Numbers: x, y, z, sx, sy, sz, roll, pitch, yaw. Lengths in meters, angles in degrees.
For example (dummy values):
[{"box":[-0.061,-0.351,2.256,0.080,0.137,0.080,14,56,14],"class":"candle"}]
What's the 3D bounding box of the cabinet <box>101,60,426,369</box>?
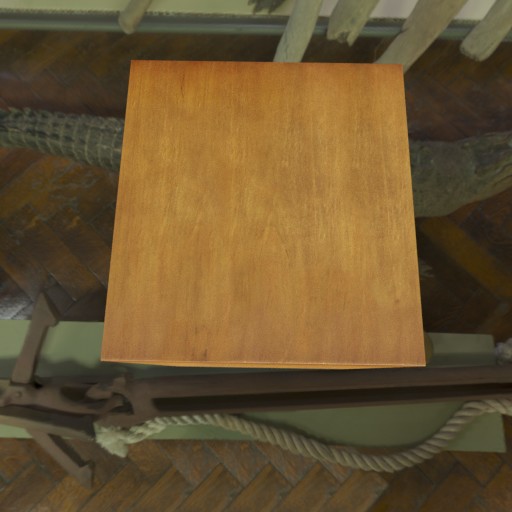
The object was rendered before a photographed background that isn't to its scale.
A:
[{"box":[0.000,0.000,0.846,0.401,0.579,0.409,1,75,0],"class":"cabinet"}]
